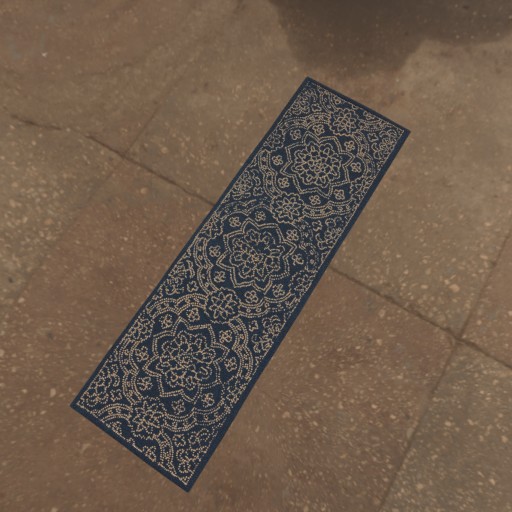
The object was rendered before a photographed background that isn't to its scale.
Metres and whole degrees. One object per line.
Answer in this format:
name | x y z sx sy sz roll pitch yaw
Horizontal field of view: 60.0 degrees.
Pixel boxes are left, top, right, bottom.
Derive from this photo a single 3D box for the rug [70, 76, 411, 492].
rug | 0.000 0.000 2.562 0.769 0.012 2.448 32 76 9
